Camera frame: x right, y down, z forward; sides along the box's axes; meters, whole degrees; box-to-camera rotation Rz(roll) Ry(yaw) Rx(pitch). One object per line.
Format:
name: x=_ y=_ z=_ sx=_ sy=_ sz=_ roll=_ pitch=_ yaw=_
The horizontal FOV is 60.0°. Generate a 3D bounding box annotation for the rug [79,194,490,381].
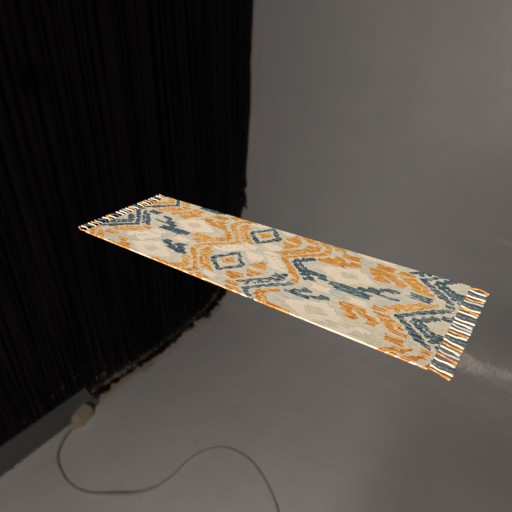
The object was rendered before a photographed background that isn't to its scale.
rug: x=0.000 y=0.000 z=2.639 sx=2.437 sy=0.010 sz=0.783 roll=19 pitch=34 yaw=30
